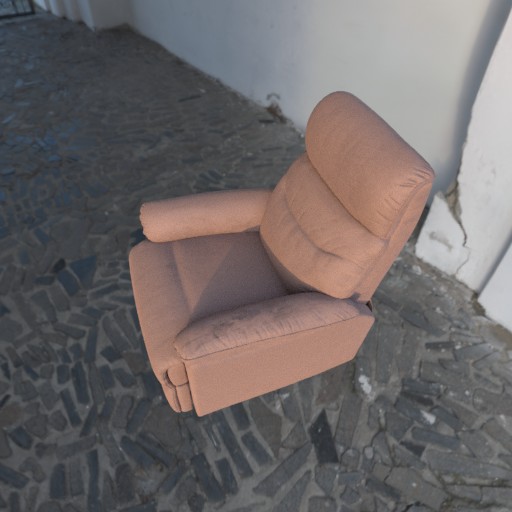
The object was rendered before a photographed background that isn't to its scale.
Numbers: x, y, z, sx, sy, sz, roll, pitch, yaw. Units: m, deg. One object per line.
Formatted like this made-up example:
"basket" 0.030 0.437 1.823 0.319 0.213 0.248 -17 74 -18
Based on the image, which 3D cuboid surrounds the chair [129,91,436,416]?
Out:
"chair" 0.000 0.000 1.776 1.004 1.037 0.820 -14 48 -13
